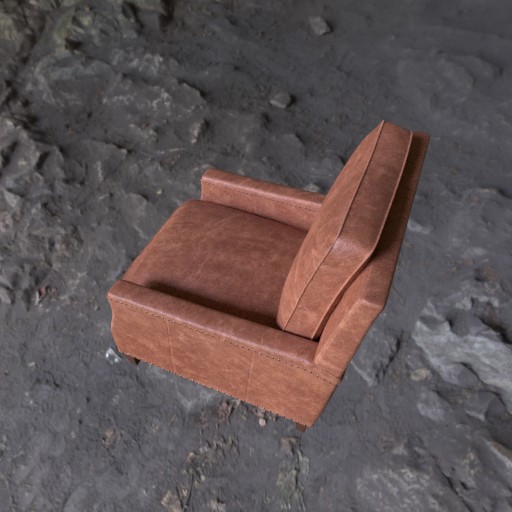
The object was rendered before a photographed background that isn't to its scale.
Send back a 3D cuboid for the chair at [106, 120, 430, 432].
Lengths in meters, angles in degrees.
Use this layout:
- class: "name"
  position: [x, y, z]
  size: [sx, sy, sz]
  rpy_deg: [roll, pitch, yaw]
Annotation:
- class: "chair"
  position: [0.000, 0.000, 1.808]
  size: [1.035, 1.054, 0.854]
  rpy_deg: [17, 49, 15]
